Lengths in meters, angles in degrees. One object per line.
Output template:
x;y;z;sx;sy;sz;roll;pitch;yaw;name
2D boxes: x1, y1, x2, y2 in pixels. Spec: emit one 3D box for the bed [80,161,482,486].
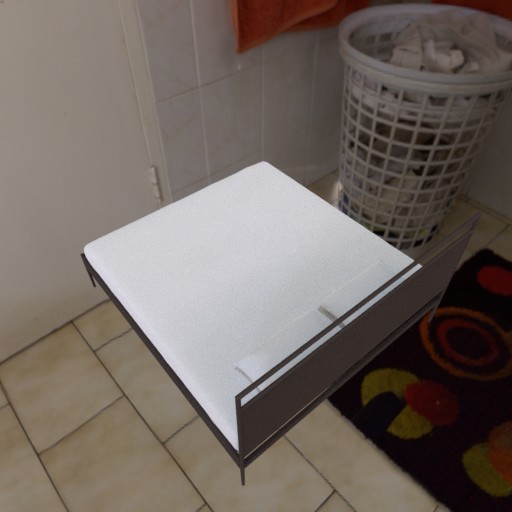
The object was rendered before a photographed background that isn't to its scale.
0.000;0.000;3.396;1.993;1.173;2.151;-31;53;-26;bed
